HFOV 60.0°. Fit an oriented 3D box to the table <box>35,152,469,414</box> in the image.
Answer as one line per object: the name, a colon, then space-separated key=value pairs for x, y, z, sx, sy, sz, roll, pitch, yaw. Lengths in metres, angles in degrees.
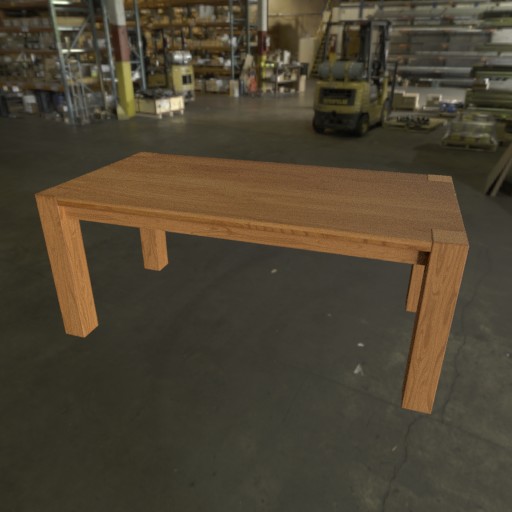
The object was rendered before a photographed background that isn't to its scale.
table: x=0.000 y=0.000 z=2.288 sx=1.800 sy=0.760 sz=0.900 roll=8 pitch=27 yaw=16
